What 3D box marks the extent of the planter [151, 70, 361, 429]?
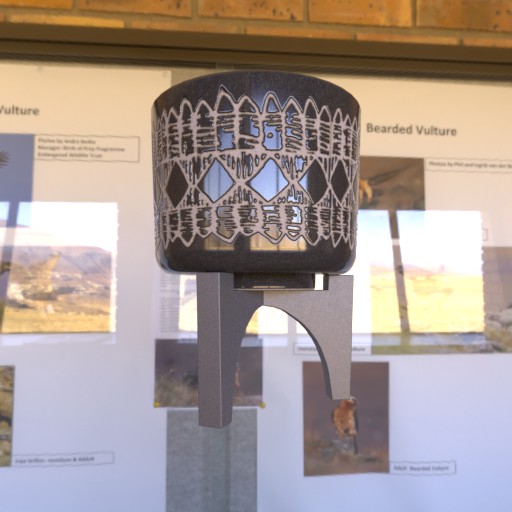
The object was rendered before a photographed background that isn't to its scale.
[{"bbox_3d":[0.000,0.000,0.415,0.196,0.264,0.196,3,-5,-37],"label":"planter"}]
